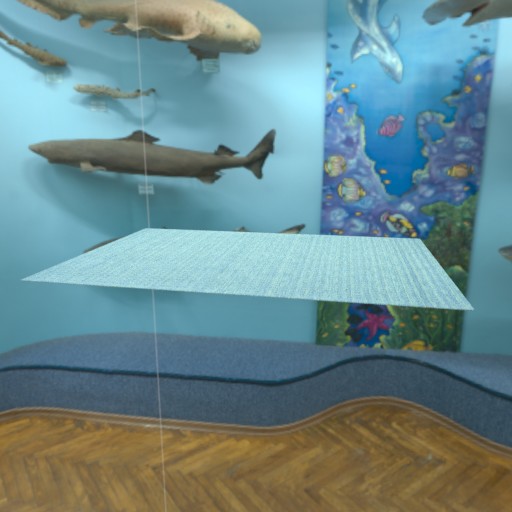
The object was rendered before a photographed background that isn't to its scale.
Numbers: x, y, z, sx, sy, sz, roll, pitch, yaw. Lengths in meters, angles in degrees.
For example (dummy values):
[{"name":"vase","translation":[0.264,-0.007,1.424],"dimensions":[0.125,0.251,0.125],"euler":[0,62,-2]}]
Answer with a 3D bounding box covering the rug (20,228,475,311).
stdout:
[{"name":"rug","translation":[0.000,0.000,3.700],"dimensions":[2.895,0.006,1.982],"euler":[3,14,11]}]
